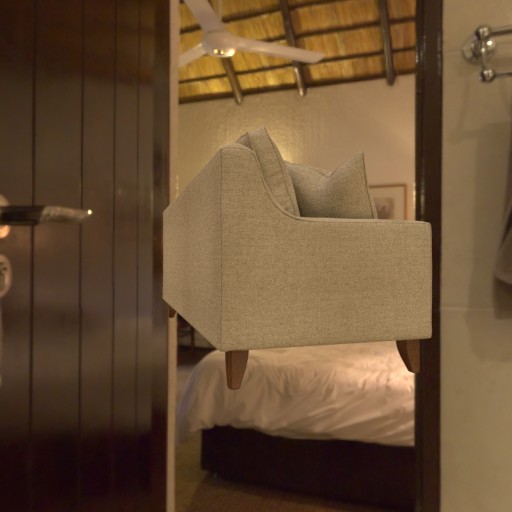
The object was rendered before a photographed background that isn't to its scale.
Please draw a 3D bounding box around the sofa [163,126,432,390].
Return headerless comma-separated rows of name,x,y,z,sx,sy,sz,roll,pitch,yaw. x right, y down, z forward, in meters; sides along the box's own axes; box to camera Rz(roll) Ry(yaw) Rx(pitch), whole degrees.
sofa,0.000,0.000,2.521,0.865,0.914,2.031,0,-1,-17
